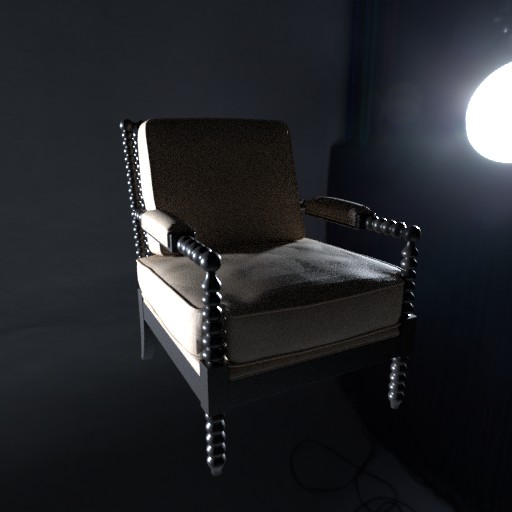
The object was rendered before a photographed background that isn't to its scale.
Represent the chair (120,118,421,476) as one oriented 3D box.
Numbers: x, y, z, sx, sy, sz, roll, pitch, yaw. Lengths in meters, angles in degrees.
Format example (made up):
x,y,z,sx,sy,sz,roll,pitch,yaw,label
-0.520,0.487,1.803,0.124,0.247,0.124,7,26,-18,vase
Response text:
x,y,z,sx,sy,sz,roll,pitch,yaw,label
0.000,0.000,1.161,0.555,0.703,0.657,-8,17,-26,chair
